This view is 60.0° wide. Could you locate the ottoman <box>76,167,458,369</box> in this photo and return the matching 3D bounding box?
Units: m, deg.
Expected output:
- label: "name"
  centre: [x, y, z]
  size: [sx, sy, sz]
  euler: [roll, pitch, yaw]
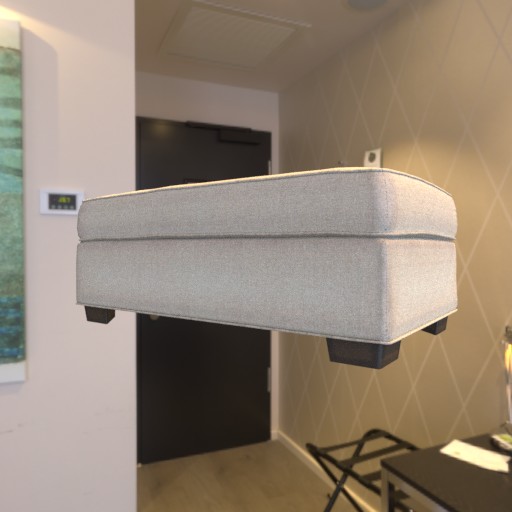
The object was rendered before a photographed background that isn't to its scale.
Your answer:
- label: "ottoman"
  centre: [0.000, 0.000, 1.432]
  size: [1.097, 0.448, 0.617]
  euler: [1, 1, 36]
